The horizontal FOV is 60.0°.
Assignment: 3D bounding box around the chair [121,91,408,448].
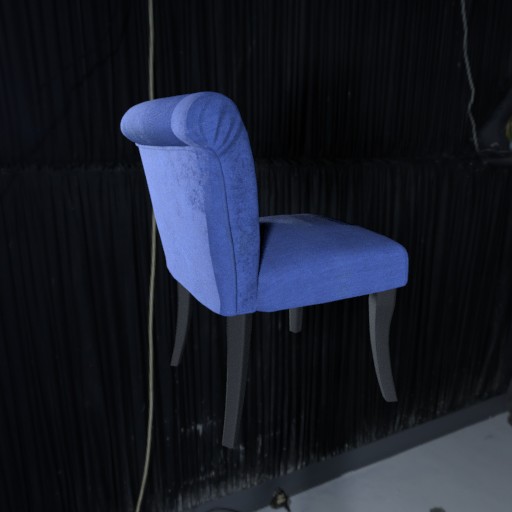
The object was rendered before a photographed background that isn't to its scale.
[{"bbox_3d":[0.000,0.000,1.164,0.606,0.753,0.585,-8,17,-26],"label":"chair"}]
